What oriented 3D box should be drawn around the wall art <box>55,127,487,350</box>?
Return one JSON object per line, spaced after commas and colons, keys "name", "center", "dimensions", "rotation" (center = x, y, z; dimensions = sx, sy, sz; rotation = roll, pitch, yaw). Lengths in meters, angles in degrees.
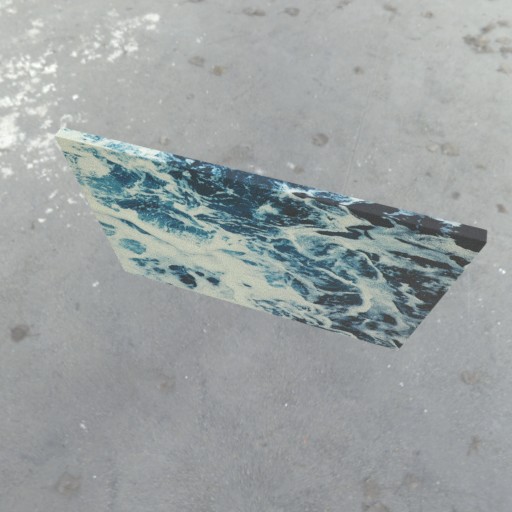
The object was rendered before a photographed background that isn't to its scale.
{"name": "wall art", "center": [0.000, 0.000, 1.941], "dimensions": [1.524, 1.017, 0.055], "rotation": [15, 60, 9]}
